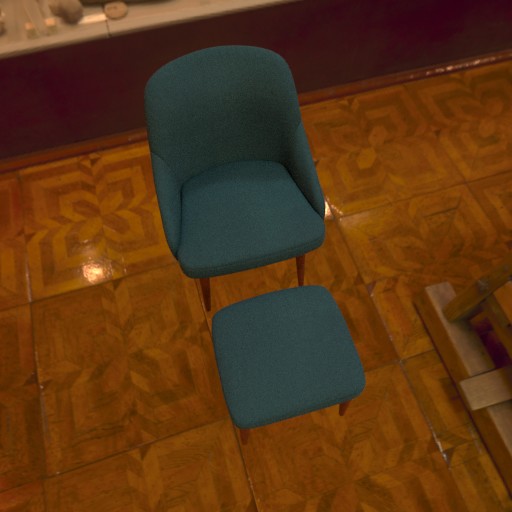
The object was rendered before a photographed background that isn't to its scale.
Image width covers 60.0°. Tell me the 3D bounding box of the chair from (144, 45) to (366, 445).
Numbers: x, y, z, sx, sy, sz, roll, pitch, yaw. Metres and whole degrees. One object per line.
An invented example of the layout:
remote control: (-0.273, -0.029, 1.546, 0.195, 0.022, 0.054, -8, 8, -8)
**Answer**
chair: (0.000, 0.000, 1.569, 0.584, 0.866, 1.114, -14, 64, -7)
